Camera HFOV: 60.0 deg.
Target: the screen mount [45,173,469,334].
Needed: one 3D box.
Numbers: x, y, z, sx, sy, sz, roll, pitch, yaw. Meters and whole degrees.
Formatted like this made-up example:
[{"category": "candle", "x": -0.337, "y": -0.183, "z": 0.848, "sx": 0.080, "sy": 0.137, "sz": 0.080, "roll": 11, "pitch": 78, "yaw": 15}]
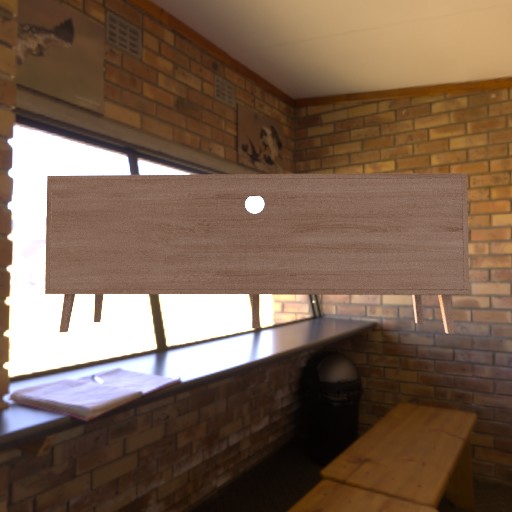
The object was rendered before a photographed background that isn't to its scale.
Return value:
[{"category": "screen mount", "x": 0.000, "y": 0.000, "z": 1.780, "sx": 1.500, "sy": 0.570, "sz": 0.420, "roll": 0, "pitch": -2, "yaw": 1}]
